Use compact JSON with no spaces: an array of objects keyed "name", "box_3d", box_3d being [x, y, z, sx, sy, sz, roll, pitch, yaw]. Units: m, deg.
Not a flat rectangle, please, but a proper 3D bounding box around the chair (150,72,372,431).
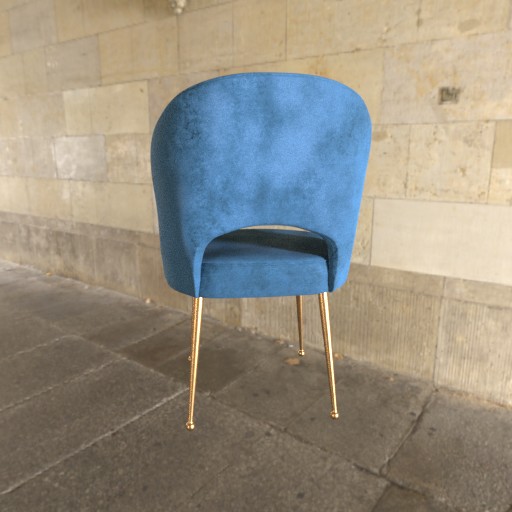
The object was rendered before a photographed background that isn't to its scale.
[{"name":"chair","box_3d":[0.000,0.000,1.231,0.527,0.860,0.577,-2,13,-7]}]
